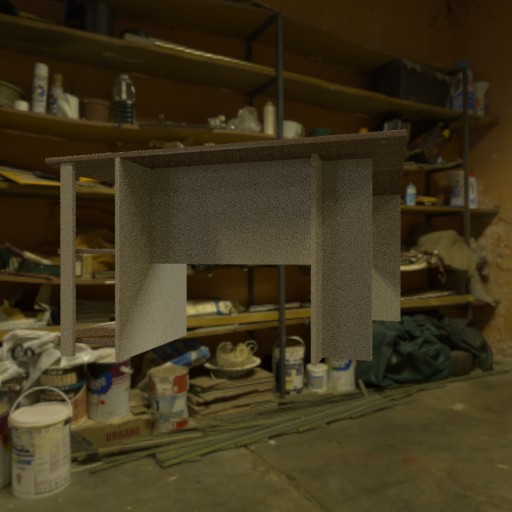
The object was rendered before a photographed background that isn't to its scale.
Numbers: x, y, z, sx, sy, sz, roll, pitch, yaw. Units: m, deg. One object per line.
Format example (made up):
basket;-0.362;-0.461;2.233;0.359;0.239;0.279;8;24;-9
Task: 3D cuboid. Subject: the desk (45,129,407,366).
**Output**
desk;0.000;0.000;2.078;1.303;0.716;1.361;0;0;17
